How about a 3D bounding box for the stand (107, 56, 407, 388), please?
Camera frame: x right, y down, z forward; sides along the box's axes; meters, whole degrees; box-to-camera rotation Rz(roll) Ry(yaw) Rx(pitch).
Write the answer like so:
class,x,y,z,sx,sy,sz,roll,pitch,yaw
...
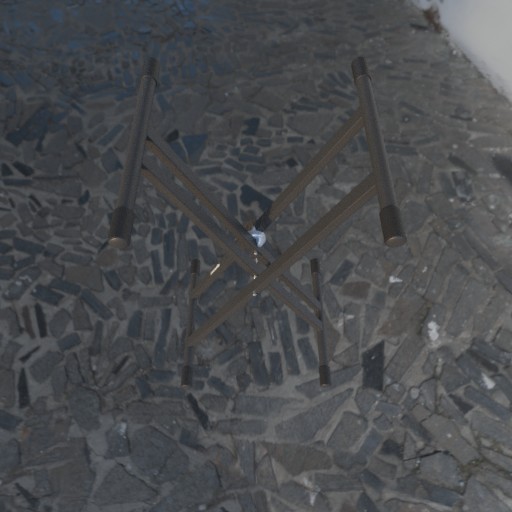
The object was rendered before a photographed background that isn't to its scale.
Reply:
class,x,y,z,sx,sy,sz,roll,pitch,yaw
stand,0.000,0.000,1.236,0.503,0.900,0.495,0,58,0
